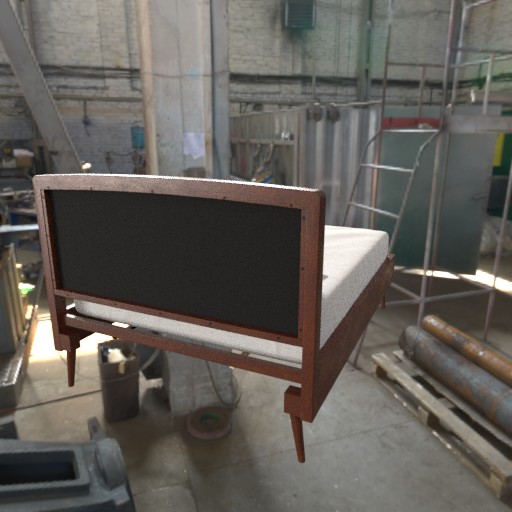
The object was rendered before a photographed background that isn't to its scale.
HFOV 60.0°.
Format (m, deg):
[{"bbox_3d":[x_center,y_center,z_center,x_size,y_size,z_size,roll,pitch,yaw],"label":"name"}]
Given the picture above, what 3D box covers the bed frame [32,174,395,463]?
[{"bbox_3d":[0.000,0.000,3.111,1.587,1.279,2.171,7,17,25],"label":"bed frame"}]
